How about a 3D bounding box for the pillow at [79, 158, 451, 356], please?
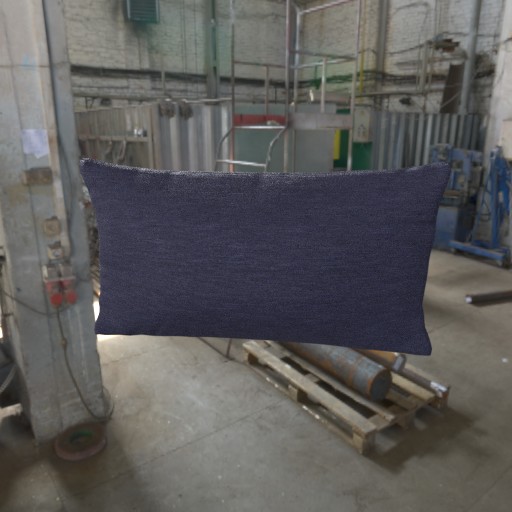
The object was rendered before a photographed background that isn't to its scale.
[{"bbox_3d":[0.000,0.000,0.796,0.633,0.338,0.210,2,16,7],"label":"pillow"}]
